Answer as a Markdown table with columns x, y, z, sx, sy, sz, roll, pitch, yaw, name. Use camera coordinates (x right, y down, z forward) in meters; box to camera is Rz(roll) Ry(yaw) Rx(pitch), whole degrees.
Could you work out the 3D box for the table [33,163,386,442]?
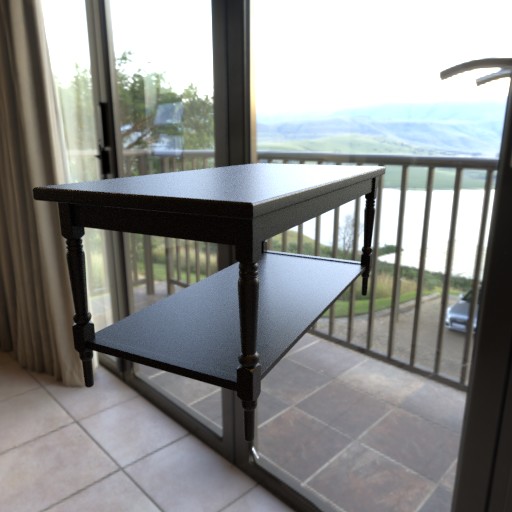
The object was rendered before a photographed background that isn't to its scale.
| x | y | z | sx | sy | sz | roll | pitch | yaw | name |
| --- | --- | --- | --- | --- | --- | --- | --- | --- | --- |
| 0.000 | 0.000 | 1.402 | 0.550 | 0.510 | 1.107 | 7 | 17 | 26 | table |
